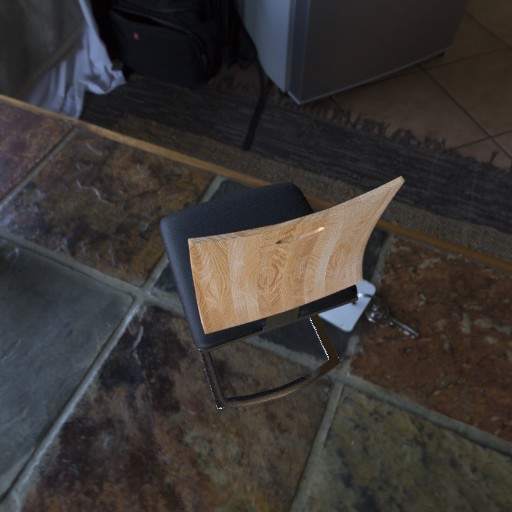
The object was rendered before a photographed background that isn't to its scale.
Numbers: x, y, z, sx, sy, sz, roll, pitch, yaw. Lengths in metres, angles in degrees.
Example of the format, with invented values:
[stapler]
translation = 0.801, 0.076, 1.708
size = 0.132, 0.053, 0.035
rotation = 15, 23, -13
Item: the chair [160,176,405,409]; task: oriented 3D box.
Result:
[chair]
translation = 0.000, 0.000, 1.219
size = 0.462, 0.936, 0.560
rotation = -17, 60, -10
